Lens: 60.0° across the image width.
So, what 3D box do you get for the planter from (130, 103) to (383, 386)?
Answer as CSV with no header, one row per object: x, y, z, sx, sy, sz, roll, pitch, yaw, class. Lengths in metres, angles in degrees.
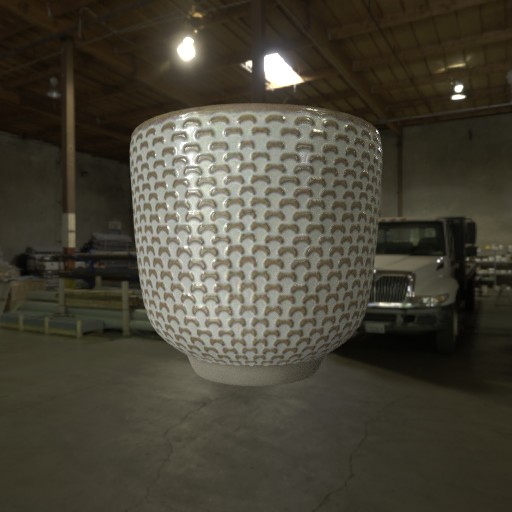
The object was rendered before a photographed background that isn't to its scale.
0.000,0.000,0.254,0.139,0.130,0.139,0,0,0,planter
